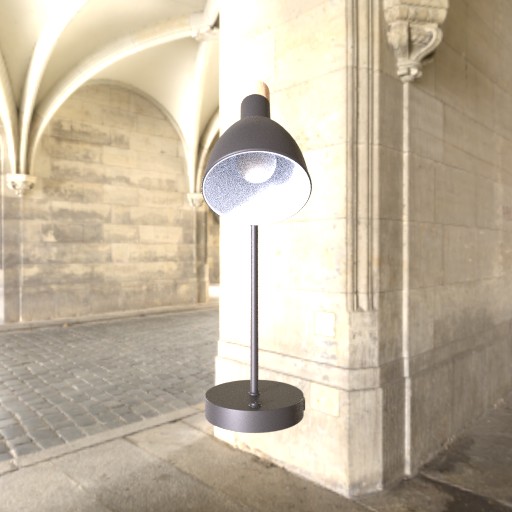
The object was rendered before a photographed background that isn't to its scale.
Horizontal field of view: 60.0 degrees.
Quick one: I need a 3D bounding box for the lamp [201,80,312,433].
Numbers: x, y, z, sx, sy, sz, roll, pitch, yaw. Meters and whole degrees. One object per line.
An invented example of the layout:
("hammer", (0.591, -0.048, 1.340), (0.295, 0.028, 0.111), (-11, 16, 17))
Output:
("lamp", (0.000, 0.000, 0.610), (0.152, 0.483, 0.287), (0, 1, -1))
